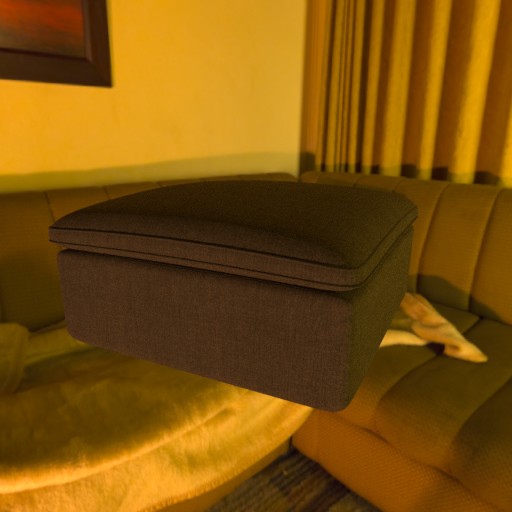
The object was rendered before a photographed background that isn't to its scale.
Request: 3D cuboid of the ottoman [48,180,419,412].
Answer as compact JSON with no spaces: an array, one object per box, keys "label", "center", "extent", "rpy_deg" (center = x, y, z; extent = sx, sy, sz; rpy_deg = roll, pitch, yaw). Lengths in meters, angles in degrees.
[{"label":"ottoman","center":[0.000,0.000,1.728],"extent":[1.067,0.559,1.067],"rpy_deg":[8,18,26]}]
